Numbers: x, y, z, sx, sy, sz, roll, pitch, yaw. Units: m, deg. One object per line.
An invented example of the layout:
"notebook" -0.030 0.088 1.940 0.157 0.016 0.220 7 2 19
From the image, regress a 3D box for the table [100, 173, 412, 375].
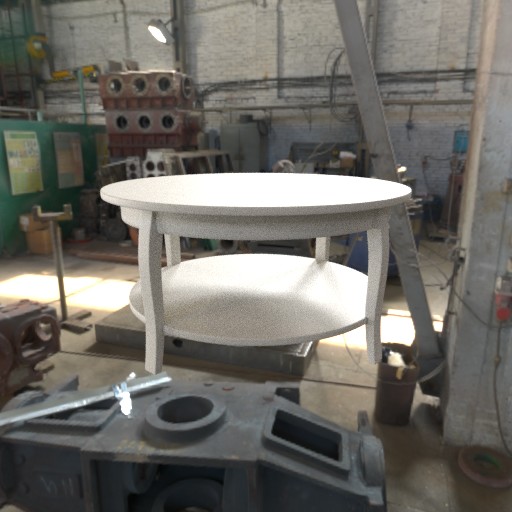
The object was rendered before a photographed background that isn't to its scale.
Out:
"table" 0.000 0.000 1.427 0.910 0.457 0.910 0 15 0
